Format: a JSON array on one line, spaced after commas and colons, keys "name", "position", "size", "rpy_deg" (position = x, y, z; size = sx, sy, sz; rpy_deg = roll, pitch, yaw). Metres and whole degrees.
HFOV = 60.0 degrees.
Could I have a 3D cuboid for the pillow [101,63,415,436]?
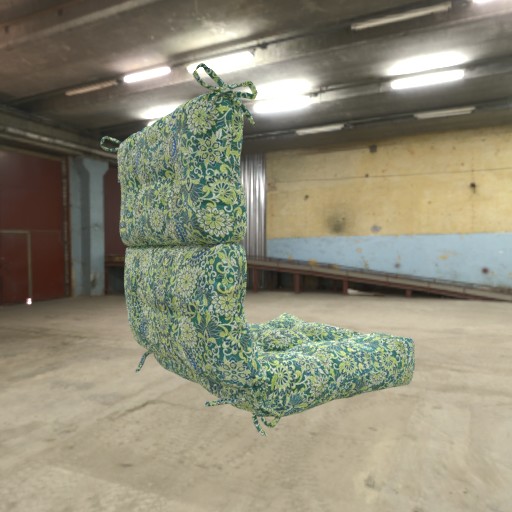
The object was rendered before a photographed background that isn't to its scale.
[{"name": "pillow", "position": [0.000, 0.000, 1.026], "size": [0.571, 0.605, 0.519], "rpy_deg": [0, 1, -35]}]
